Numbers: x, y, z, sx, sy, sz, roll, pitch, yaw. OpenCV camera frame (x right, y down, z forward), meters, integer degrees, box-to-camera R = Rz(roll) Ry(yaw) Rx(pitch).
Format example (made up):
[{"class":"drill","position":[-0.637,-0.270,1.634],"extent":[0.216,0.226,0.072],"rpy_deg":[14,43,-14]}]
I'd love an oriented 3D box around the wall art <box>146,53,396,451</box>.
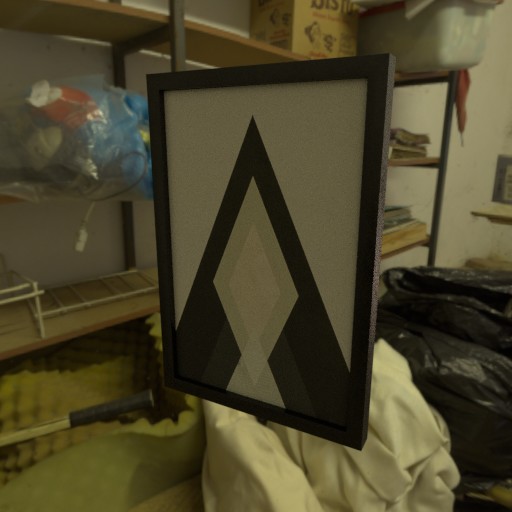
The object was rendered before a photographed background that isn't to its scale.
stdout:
[{"class":"wall art","position":[0.000,0.000,0.576],"extent":[0.313,0.457,0.031],"rpy_deg":[8,17,28]}]
